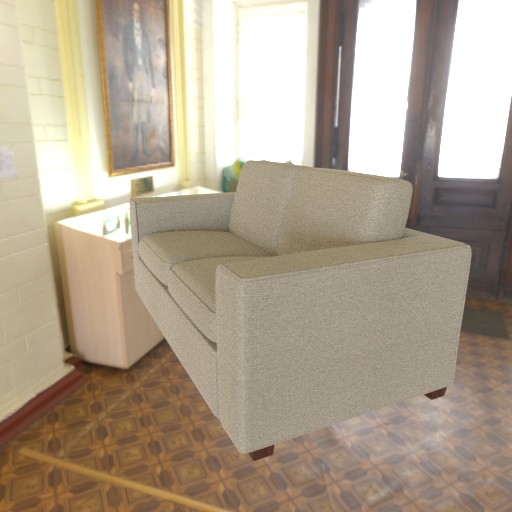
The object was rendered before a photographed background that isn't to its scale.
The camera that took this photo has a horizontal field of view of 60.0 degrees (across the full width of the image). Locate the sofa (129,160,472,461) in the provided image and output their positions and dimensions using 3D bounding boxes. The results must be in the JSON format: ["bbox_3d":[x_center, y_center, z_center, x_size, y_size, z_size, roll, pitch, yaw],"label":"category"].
[{"bbox_3d":[0.000,0.000,2.358,1.007,0.924,1.812,-7,17,-25],"label":"sofa"}]
